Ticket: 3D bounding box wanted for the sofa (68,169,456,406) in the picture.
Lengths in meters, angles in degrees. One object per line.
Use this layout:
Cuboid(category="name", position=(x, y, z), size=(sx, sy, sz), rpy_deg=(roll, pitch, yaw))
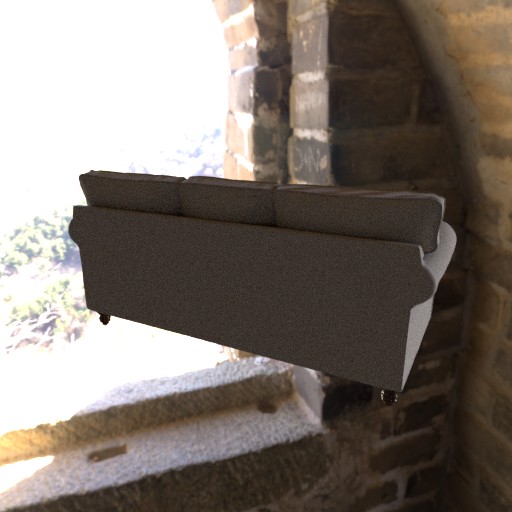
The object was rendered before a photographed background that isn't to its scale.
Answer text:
Cuboid(category="sofa", position=(0.000, 0.000, 2.594), size=(2.084, 0.961, 0.916), rpy_deg=(9, 19, 27))
